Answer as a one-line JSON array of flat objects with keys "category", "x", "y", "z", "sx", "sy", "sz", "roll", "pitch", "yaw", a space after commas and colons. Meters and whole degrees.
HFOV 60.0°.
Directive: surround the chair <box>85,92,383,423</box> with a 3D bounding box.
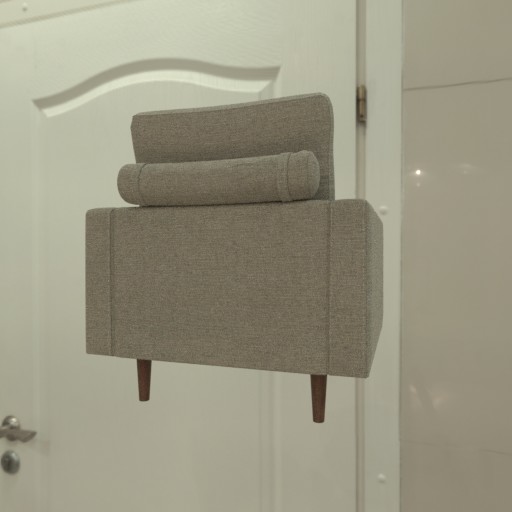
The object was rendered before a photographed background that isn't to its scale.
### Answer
[{"category": "chair", "x": 0.000, "y": 0.000, "z": 1.531, "sx": 0.821, "sy": 0.880, "sz": 0.843, "roll": 0, "pitch": 1, "yaw": 18}]
